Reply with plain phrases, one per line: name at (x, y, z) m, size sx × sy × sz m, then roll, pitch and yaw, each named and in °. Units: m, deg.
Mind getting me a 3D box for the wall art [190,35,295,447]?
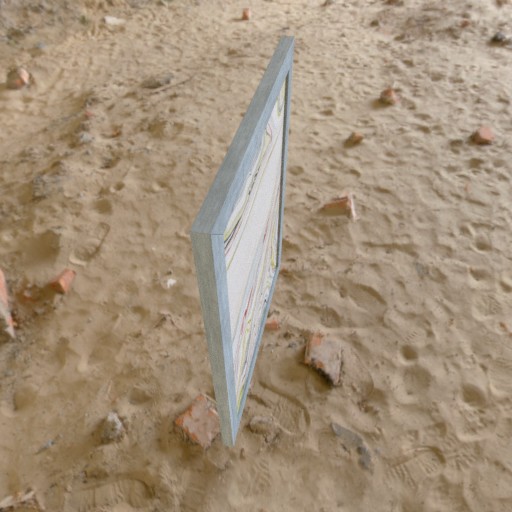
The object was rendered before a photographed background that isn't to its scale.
wall art at (0.000, 0.000, 0.801) m, size 0.022 × 0.582 × 0.479 m, roll 10°, pitch 49°, yaw 9°
